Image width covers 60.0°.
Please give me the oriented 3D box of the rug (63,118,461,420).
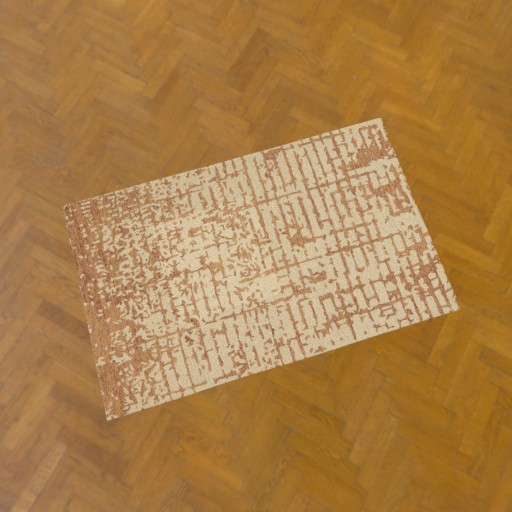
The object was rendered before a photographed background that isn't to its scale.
[{"bbox_3d":[0.000,0.000,3.081,2.435,0.011,1.517,-16,76,-4],"label":"rug"}]
